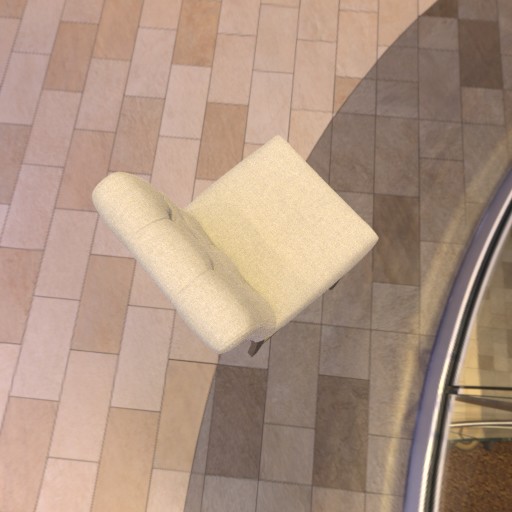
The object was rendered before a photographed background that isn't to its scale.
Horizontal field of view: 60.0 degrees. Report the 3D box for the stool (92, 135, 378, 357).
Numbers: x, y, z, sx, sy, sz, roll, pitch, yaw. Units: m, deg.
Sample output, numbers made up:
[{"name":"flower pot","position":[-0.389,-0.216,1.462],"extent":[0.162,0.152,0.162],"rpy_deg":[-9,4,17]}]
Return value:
[{"name":"stool","position":[0.000,0.000,1.499],"extent":[0.601,1.140,0.493],"rpy_deg":[-39,78,-10]}]
